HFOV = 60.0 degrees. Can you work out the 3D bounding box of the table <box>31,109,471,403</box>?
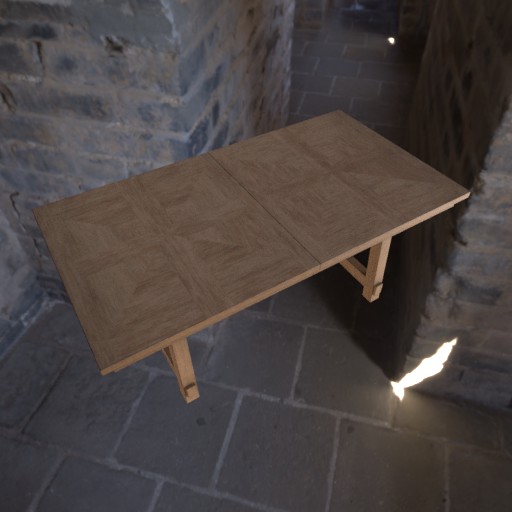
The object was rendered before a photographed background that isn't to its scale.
[{"bbox_3d":[0.000,0.000,2.425,1.881,0.768,1.016,-24,50,-22],"label":"table"}]
